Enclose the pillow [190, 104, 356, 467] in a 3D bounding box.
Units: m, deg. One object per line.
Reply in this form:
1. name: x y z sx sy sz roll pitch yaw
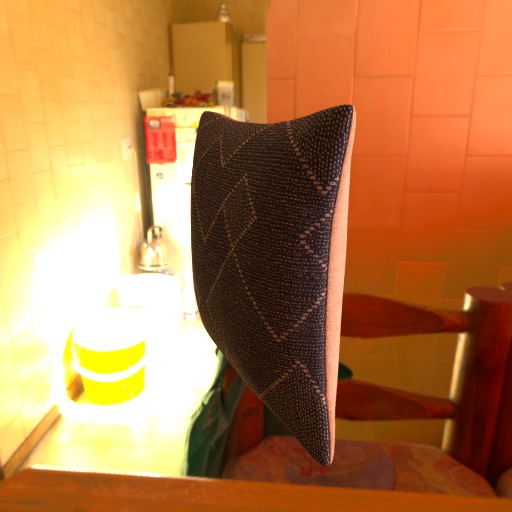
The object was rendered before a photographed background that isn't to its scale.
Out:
1. pillow: 0.000 0.000 0.675 0.148 0.428 0.435 -8 19 -24
